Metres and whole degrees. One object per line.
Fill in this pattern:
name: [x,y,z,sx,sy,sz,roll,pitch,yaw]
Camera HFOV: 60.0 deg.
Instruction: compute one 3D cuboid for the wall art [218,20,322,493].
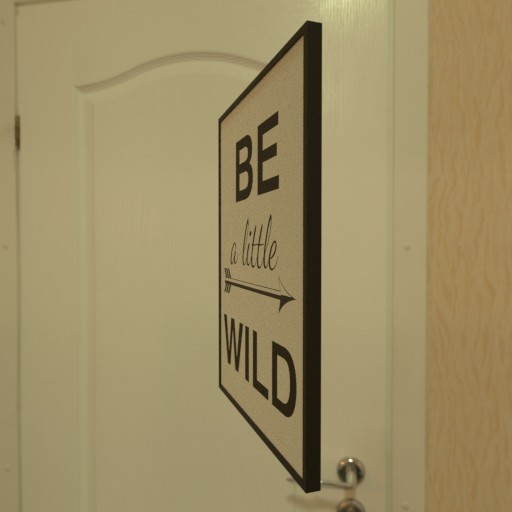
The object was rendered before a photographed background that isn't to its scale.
wall art: [0.000,0.000,1.381,0.038,1.062,0.806,0,1,-19]
